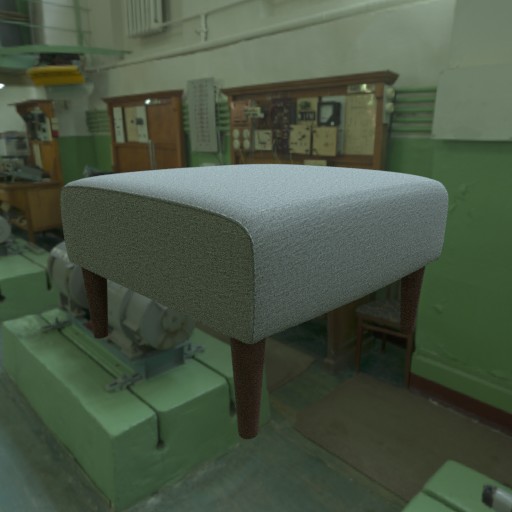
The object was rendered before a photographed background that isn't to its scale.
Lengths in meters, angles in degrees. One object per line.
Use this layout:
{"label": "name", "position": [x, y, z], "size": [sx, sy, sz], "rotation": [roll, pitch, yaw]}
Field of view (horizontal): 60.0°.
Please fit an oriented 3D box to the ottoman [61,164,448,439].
{"label": "ottoman", "position": [0.000, 0.000, 1.043], "size": [0.649, 0.398, 0.650], "rotation": [15, 21, 43]}
